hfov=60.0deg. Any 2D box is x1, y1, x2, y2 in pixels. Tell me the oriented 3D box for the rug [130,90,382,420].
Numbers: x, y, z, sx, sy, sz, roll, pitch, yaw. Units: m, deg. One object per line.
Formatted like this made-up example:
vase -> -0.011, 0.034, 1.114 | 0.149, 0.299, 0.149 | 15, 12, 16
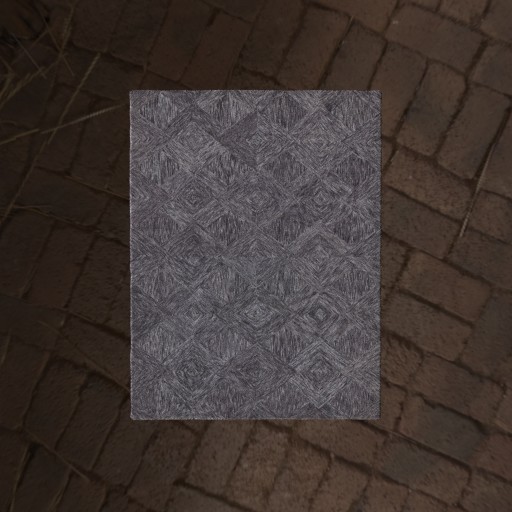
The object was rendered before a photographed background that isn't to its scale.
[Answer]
rug -> 0.000, 0.000, 4.309 | 2.448, 0.017, 3.204 | 0, 91, 0
